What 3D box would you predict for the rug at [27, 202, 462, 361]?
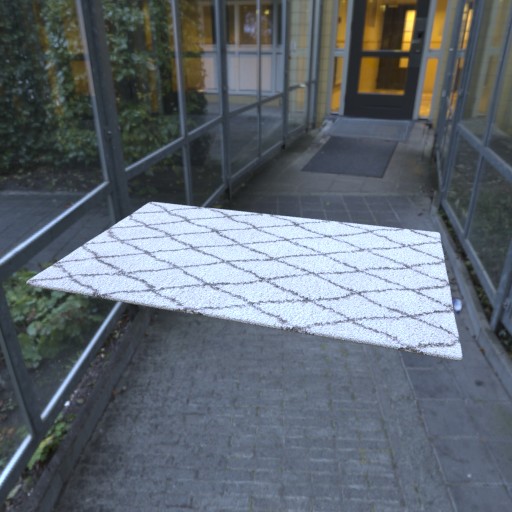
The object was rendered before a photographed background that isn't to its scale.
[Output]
[{"bbox_3d":[0.000,0.000,3.001,2.438,0.030,1.524,8,27,15],"label":"rug"}]
